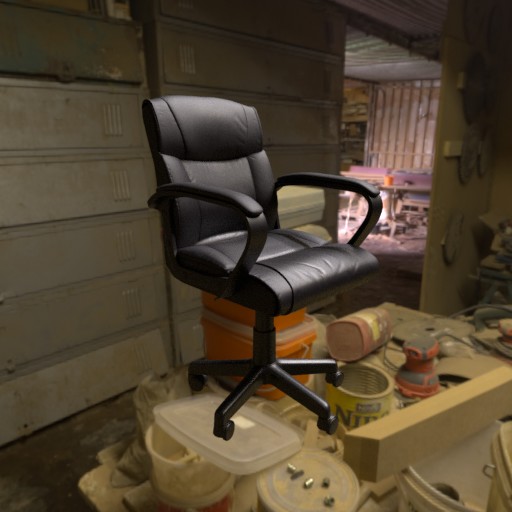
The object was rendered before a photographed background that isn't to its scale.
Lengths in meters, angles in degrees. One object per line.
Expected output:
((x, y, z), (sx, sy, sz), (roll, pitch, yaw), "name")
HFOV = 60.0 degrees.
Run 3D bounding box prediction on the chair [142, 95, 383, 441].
((0.000, 0.000, 1.417), (0.576, 0.998, 0.641), (-14, 20, -42), "chair")
